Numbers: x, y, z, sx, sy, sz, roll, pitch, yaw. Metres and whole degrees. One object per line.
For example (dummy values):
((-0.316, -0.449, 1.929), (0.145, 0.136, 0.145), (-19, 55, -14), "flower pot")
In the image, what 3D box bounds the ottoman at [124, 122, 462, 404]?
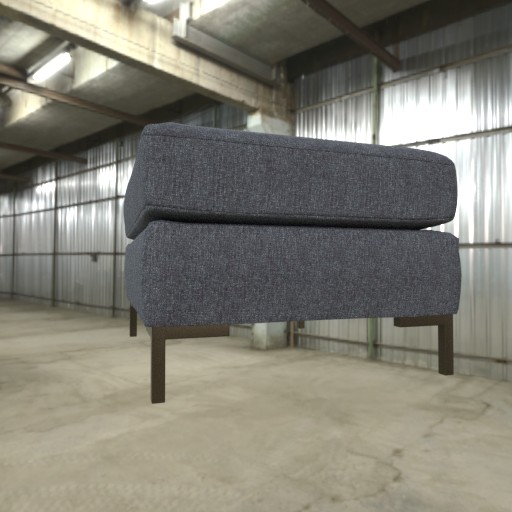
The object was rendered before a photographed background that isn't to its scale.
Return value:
((0.000, 0.000, 1.247), (0.695, 0.533, 0.831), (0, -1, -19), "ottoman")
